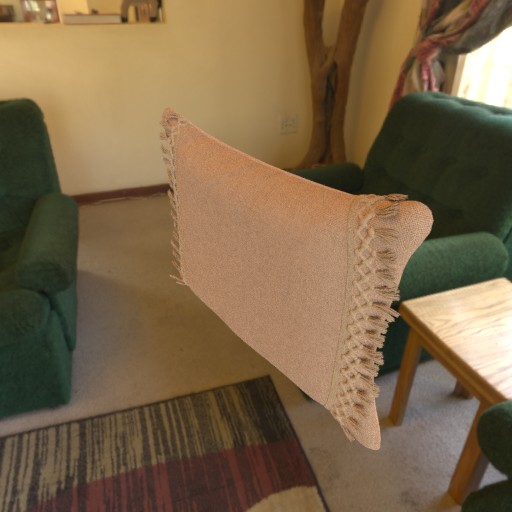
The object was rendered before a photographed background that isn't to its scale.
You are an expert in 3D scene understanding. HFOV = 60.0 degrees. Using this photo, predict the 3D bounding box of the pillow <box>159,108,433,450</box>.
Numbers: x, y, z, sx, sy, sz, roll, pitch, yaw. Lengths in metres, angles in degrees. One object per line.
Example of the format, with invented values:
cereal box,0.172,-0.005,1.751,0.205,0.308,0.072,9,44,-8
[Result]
pillow,0.000,0.000,0.580,0.084,0.305,0.466,-20,36,-31
